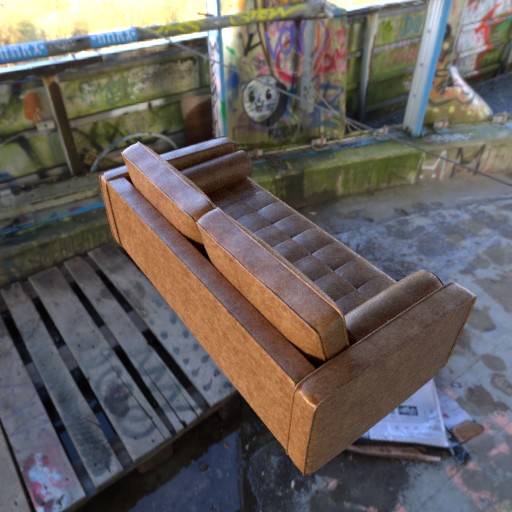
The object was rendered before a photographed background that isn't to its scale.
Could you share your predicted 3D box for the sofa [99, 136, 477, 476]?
[{"bbox_3d":[0.000,0.000,2.335,0.924,0.825,1.920,-25,46,-27],"label":"sofa"}]
